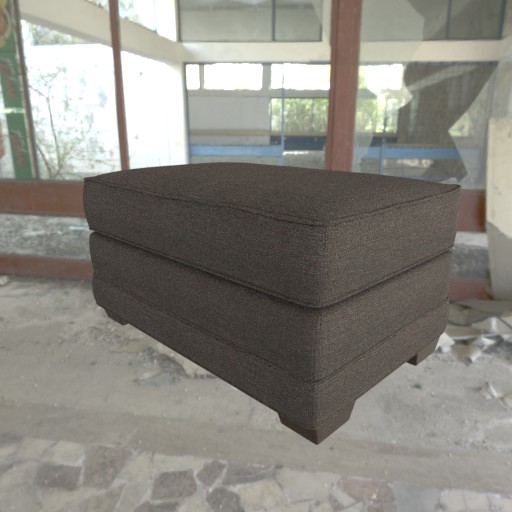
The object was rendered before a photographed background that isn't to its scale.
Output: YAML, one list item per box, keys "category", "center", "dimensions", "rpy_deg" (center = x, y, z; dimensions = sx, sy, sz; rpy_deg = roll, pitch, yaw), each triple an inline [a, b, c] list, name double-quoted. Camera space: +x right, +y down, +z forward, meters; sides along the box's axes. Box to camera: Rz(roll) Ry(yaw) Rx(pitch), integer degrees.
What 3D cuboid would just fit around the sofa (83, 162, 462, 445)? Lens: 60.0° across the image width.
- category: "sofa"
  center: [0.000, 0.000, 1.205]
  dimensions: [0.578, 0.457, 0.854]
  rpy_deg: [-16, 23, -43]
